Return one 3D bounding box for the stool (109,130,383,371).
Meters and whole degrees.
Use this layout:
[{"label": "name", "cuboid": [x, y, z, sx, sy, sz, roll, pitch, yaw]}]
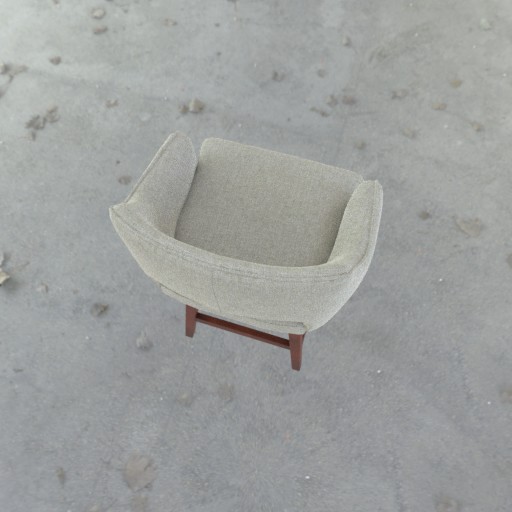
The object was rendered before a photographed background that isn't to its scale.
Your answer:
[{"label": "stool", "cuboid": [0.000, 0.000, 1.316, 0.599, 0.944, 0.558, 16, 65, 7]}]
